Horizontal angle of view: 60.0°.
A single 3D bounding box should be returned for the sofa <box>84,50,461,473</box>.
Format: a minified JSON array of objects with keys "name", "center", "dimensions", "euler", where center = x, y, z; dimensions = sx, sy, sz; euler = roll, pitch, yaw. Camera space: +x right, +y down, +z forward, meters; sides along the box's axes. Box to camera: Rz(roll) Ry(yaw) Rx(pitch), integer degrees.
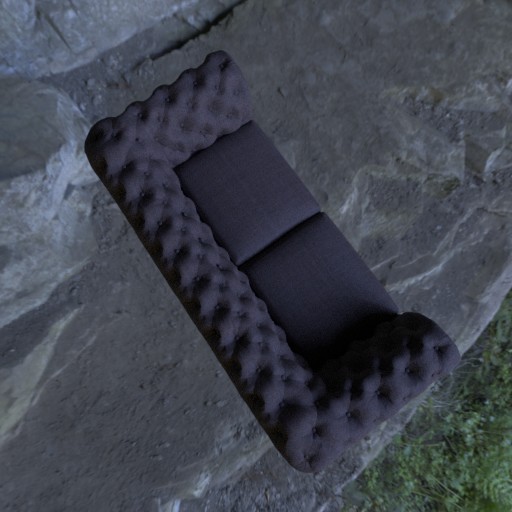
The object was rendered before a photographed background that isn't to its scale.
[{"name":"sofa","center":[0.000,0.000,2.462],"dimensions":[0.944,0.780,2.048],"euler":[-34,79,-8]}]
